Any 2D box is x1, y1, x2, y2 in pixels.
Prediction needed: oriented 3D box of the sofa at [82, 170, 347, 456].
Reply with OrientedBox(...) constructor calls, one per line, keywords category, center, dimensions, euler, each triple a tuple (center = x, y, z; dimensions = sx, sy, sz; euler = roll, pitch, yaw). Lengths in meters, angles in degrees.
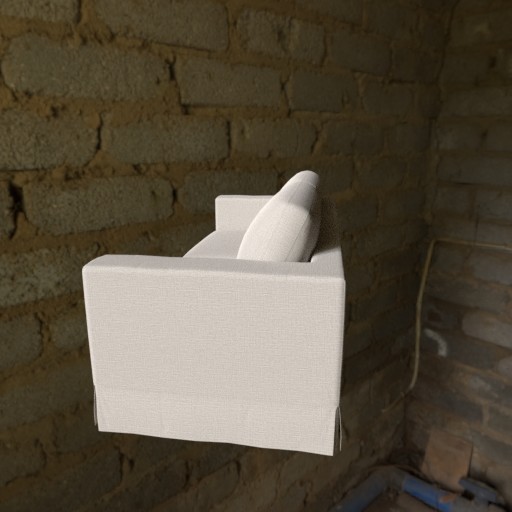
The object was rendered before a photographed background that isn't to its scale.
OrientedBox(category="sofa", center=(0.000, 0.000, 2.571), dimensions=(0.954, 0.881, 2.163), euler=(2, 15, 9))
